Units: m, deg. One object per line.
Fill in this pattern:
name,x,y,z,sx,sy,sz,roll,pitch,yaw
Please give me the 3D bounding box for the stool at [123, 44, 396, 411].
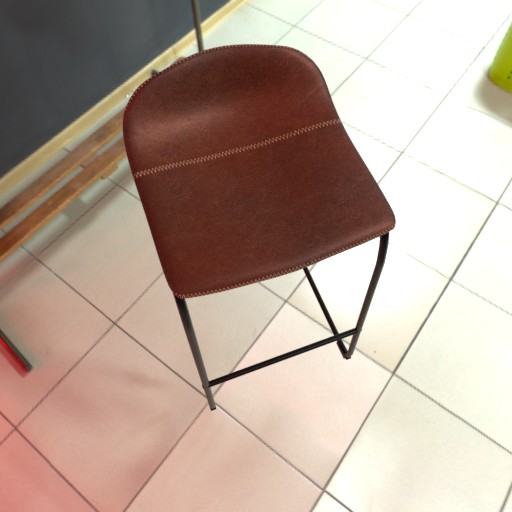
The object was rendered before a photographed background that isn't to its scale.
stool,0.000,0.000,1.083,0.454,0.830,0.473,-18,63,-9
